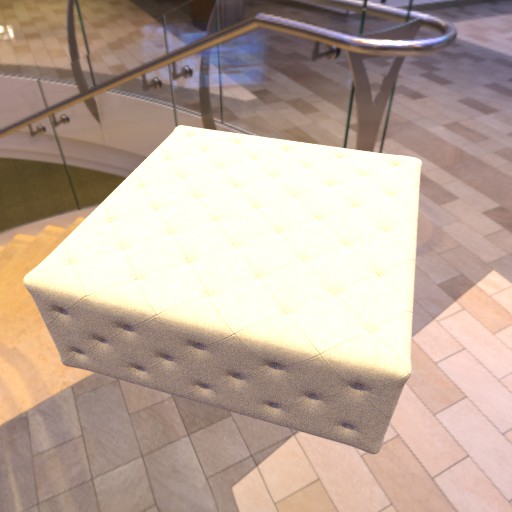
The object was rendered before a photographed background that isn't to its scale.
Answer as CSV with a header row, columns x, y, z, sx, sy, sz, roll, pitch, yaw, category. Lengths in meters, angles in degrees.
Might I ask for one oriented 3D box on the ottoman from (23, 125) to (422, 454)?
x,y,z,sx,sy,sz,roll,pitch,yaw,category
0.000,0.000,1.580,1.028,0.439,1.028,11,42,13,ottoman
